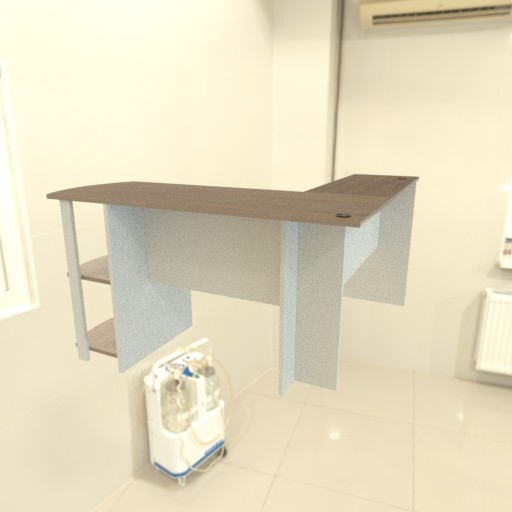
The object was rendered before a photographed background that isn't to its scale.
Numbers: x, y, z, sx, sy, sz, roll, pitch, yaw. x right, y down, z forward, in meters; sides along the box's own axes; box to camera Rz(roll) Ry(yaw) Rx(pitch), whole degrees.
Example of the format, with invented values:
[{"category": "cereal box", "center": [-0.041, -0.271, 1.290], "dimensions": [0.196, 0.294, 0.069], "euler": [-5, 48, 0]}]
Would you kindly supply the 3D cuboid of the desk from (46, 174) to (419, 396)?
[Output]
[{"category": "desk", "center": [0.000, 0.000, 2.181], "dimensions": [1.303, 0.716, 1.361], "euler": [8, 18, 25]}]
